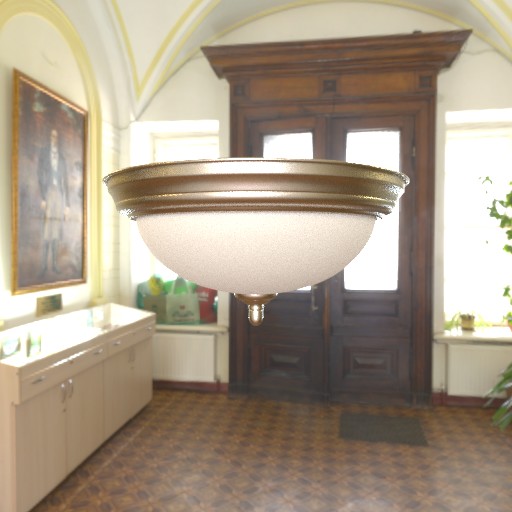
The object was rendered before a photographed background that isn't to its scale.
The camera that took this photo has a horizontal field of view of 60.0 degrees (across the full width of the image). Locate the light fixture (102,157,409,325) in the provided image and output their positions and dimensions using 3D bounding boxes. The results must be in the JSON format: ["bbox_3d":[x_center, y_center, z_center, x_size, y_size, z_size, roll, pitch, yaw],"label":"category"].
[{"bbox_3d":[0.000,0.000,0.429,0.280,0.135,0.280,0,1,0],"label":"light fixture"}]
